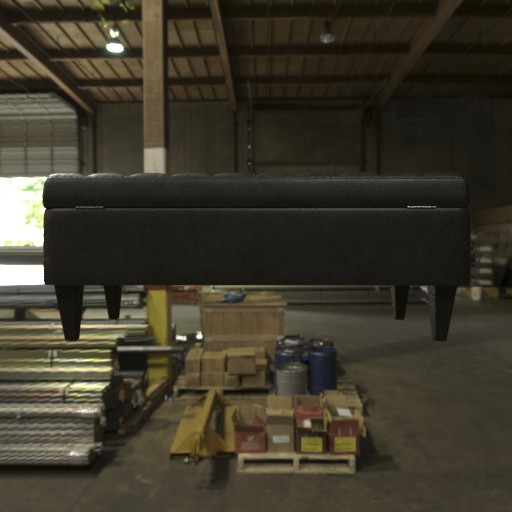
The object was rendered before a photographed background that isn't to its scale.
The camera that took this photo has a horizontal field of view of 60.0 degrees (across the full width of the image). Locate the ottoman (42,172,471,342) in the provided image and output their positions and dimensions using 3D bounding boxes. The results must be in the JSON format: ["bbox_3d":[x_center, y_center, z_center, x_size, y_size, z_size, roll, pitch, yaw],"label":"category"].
[{"bbox_3d":[0.000,0.000,1.411,1.151,0.469,0.482,0,1,0],"label":"ottoman"}]
